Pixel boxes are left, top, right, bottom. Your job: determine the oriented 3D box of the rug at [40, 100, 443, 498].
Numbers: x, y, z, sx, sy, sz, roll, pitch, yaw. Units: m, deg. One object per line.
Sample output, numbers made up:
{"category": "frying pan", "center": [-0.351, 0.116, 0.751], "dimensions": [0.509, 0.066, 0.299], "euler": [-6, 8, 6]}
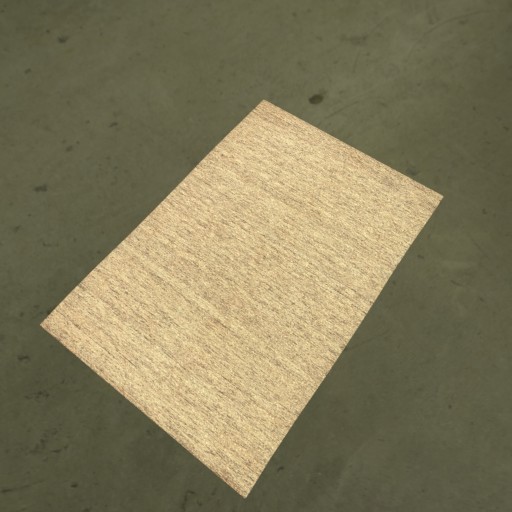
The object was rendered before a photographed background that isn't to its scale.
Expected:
{"category": "rug", "center": [0.000, 0.000, 2.862], "dimensions": [1.547, 0.013, 2.283], "euler": [33, 68, 15]}
